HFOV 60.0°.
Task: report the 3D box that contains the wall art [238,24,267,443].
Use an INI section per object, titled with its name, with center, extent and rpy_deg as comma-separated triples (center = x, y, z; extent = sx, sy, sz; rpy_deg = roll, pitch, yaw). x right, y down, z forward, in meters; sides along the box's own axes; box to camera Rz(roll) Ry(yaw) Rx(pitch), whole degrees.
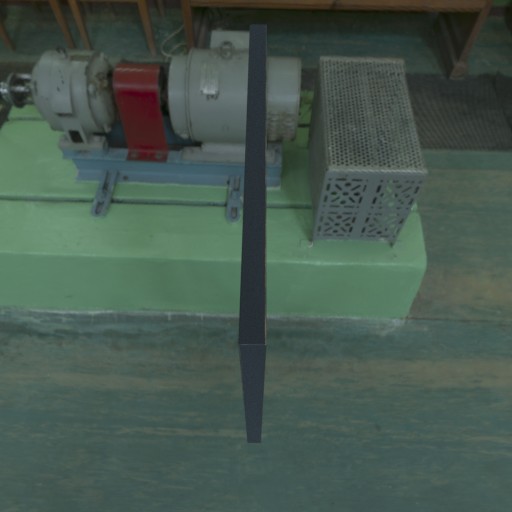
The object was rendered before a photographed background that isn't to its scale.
[wall art]
center = 0.000, 0.000, 1.125
extent = 0.038, 0.762, 0.762
rpy_deg = 1, 58, 0
